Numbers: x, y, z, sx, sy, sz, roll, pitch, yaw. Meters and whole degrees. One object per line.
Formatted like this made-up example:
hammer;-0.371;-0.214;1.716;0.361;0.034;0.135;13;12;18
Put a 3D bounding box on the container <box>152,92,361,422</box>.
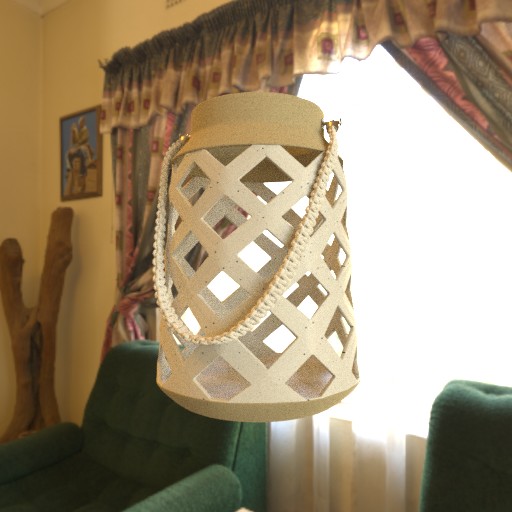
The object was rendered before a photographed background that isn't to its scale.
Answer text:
container;0.000;0.000;0.358;0.163;0.229;0.172;0;-1;18
